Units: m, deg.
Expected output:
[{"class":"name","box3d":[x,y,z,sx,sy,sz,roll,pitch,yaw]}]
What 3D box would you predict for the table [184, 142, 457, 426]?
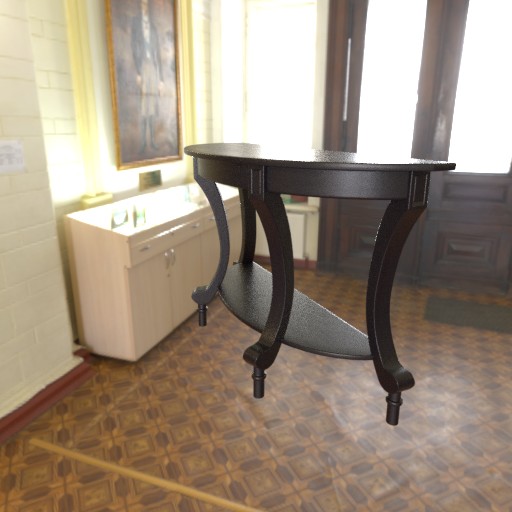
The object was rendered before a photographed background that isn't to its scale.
[{"class":"table","box3d":[0.000,0.000,1.489,0.394,0.692,1.198,-7,18,-24]}]
